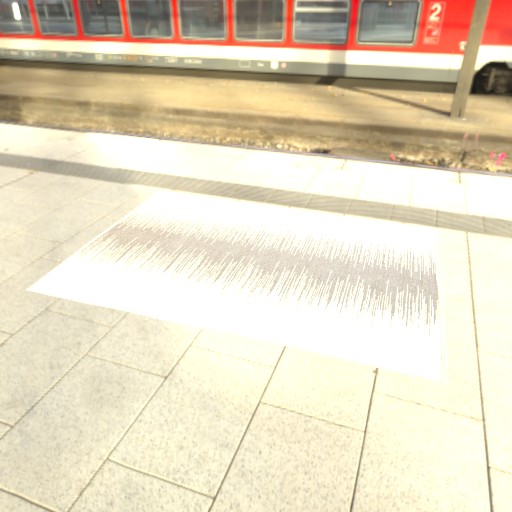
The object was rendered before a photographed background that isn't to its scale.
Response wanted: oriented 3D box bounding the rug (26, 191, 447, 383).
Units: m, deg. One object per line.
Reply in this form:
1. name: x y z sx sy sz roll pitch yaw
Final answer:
1. rug: 0.000 0.000 2.284 1.815 0.007 1.226 10 32 15
